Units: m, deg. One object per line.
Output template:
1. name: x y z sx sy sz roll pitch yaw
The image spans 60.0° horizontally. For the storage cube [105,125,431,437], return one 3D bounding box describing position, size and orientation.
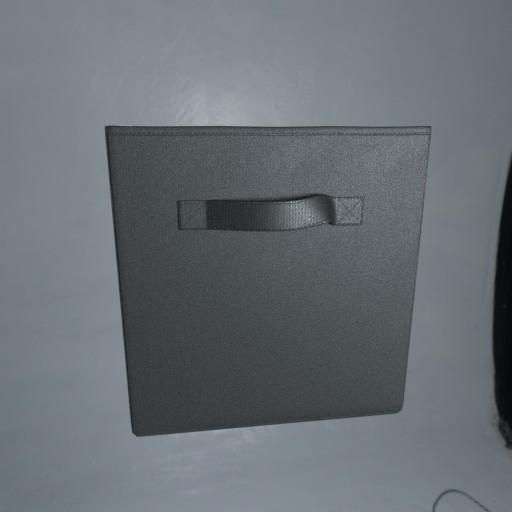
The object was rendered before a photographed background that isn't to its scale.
1. storage cube: 0.000 0.000 0.501 0.270 0.280 0.270 -2 16 -8
